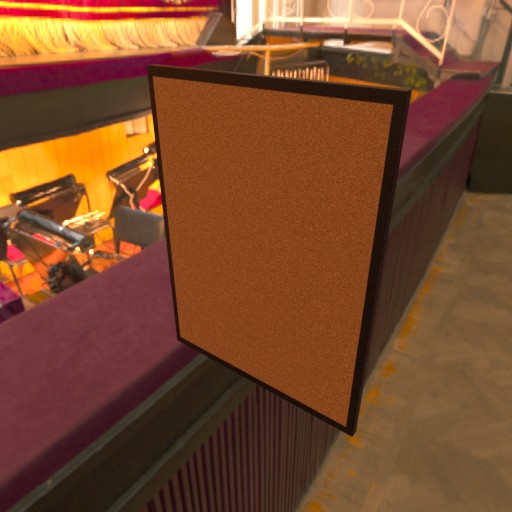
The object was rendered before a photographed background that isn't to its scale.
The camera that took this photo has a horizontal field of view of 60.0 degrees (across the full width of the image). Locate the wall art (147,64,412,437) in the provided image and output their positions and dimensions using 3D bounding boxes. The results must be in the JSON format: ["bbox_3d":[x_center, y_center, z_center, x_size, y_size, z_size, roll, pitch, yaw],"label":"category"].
[{"bbox_3d":[0.000,0.000,1.348,0.774,1.027,0.030,20,35,31],"label":"wall art"}]
